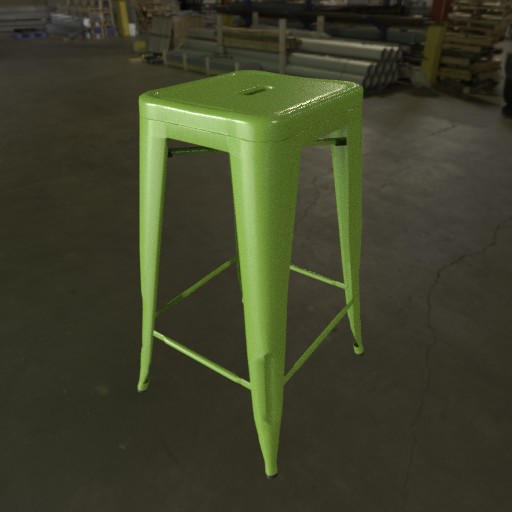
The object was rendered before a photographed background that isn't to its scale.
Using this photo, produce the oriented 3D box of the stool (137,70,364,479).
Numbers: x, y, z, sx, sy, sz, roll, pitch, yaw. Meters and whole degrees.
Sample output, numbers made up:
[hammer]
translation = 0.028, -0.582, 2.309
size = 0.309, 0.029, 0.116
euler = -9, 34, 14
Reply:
[stool]
translation = 0.000, 0.000, 0.845
size = 0.358, 0.609, 0.398
euler = 21, 37, 30
